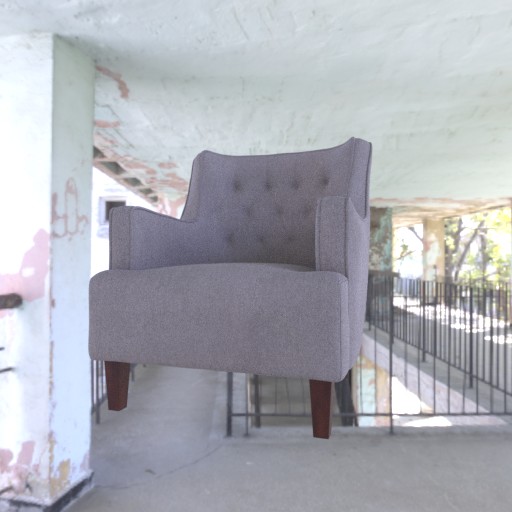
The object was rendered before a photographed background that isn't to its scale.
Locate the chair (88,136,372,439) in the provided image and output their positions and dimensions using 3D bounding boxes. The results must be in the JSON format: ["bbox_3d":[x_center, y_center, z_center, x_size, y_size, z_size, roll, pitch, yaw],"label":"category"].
[{"bbox_3d":[0.000,0.000,1.584,0.781,0.919,0.910,0,0,19],"label":"chair"}]
